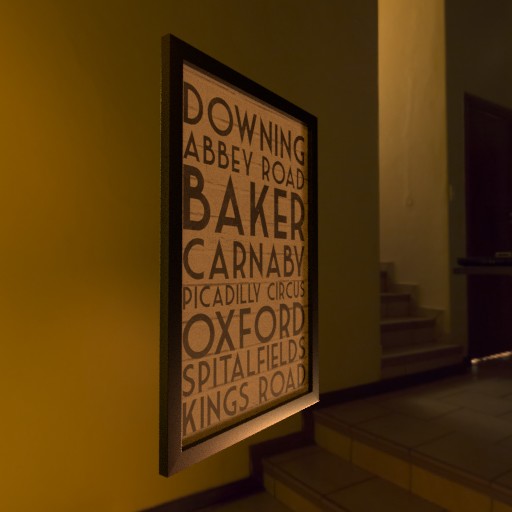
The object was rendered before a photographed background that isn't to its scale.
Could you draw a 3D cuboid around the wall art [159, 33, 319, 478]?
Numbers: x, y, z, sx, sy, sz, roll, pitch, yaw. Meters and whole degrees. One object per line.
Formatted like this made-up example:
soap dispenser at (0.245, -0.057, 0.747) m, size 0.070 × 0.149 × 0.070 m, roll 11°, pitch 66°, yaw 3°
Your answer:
wall art at (0.000, 0.000, 0.556) m, size 0.013 × 0.432 × 0.304 m, roll -1°, pitch -2°, yaw 36°
